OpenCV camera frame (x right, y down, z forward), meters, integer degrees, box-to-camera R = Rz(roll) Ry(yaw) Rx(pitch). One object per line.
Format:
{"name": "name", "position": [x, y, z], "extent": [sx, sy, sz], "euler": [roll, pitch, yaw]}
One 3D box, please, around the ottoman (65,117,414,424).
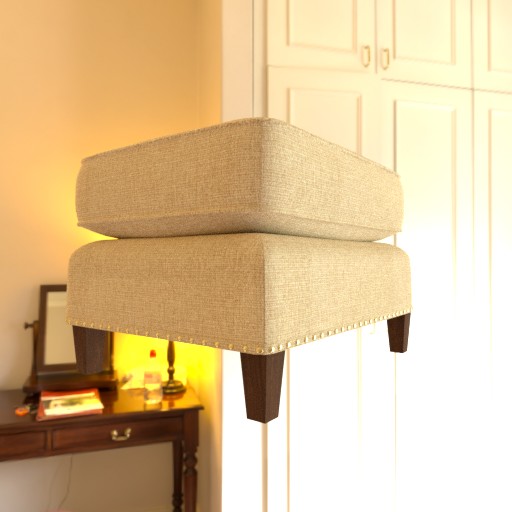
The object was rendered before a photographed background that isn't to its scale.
{"name": "ottoman", "position": [0.000, 0.000, 1.143], "extent": [0.589, 0.537, 0.738], "euler": [0, 0, 37]}
